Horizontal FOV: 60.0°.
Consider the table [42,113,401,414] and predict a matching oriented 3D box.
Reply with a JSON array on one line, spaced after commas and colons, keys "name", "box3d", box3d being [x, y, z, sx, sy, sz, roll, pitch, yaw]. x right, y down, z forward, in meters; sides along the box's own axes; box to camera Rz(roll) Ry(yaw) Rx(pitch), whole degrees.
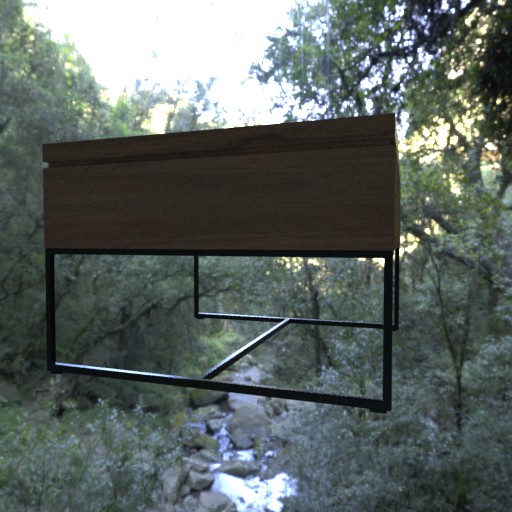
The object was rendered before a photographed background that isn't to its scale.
[{"name": "table", "box3d": [0.000, 0.000, 1.108, 0.676, 0.464, 0.679, 1, 2, 19]}]
